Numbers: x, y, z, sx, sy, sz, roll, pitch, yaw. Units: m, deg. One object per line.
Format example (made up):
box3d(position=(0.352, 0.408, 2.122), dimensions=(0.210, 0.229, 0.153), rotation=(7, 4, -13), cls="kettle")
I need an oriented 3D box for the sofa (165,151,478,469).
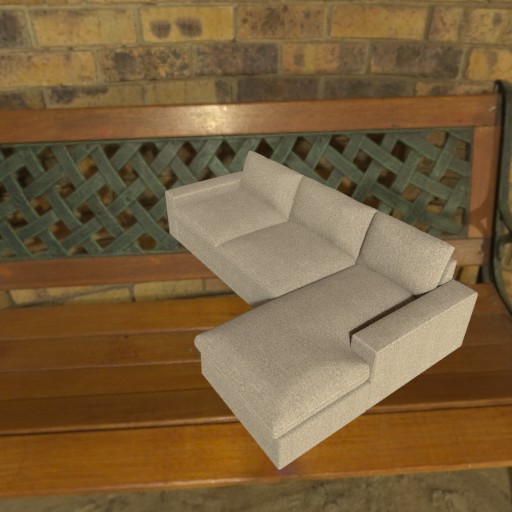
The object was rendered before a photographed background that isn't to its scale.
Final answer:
box3d(position=(0.000, 0.000, 3.506), dimensions=(1.689, 0.813, 2.718), rotation=(-20, 37, -29), cls="sofa")
